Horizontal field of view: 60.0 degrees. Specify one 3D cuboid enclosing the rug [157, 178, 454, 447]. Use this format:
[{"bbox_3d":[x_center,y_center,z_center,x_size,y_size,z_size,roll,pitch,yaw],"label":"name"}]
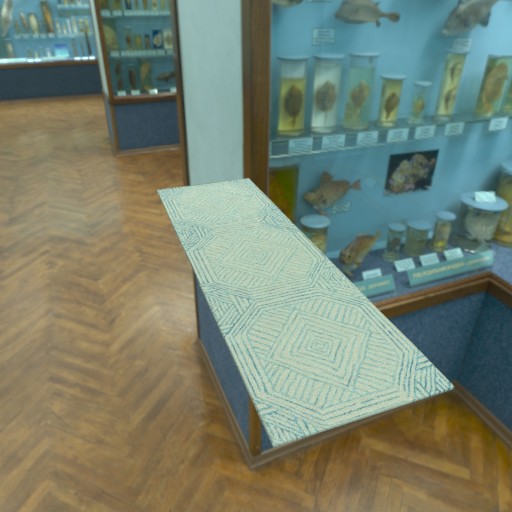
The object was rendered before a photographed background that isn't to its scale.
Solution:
[{"bbox_3d":[0.000,0.000,2.618,0.775,0.012,2.452,-11,32,-17],"label":"rug"}]
